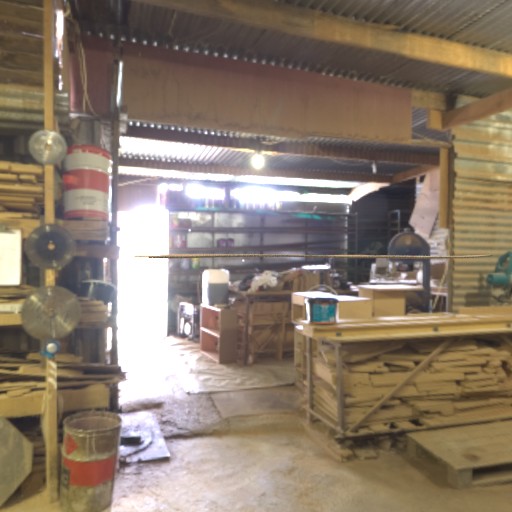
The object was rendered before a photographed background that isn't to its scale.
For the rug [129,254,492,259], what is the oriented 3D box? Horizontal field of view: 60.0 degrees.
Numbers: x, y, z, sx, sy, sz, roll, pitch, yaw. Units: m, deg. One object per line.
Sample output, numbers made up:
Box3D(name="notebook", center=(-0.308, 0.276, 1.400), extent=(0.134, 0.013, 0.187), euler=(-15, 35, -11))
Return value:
Box3D(name="rug", center=(0.000, 0.000, 2.292), extent=(1.220, 0.017, 1.835), euler=(0, 0, -18))
